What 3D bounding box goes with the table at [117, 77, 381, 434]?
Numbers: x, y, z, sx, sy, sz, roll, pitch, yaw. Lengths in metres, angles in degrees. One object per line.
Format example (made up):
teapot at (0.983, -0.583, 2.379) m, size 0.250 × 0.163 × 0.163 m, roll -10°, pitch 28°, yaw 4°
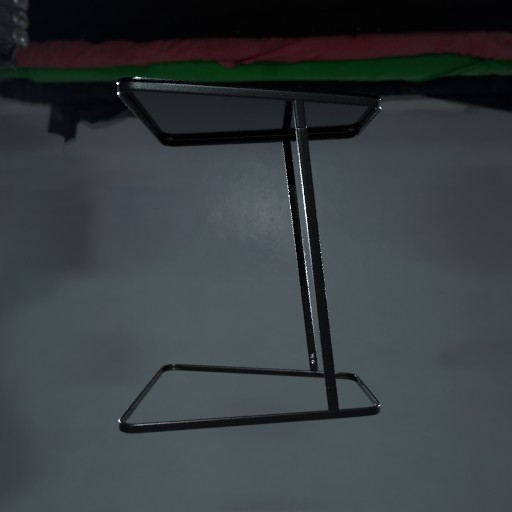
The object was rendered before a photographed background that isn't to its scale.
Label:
table at (0.000, 0.000, 0.983) m, size 0.500 × 0.624 × 0.427 m, roll 0°, pitch 1°, yaw 0°
